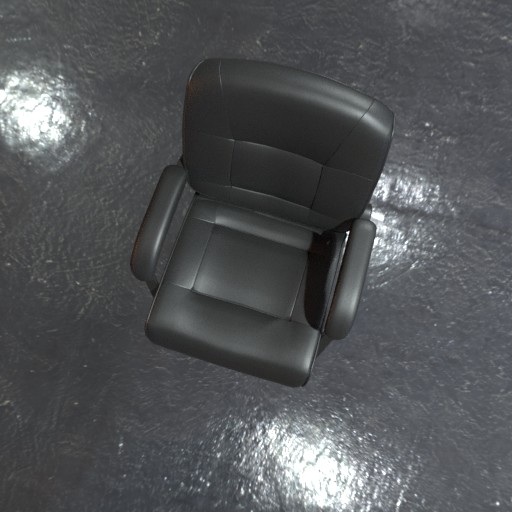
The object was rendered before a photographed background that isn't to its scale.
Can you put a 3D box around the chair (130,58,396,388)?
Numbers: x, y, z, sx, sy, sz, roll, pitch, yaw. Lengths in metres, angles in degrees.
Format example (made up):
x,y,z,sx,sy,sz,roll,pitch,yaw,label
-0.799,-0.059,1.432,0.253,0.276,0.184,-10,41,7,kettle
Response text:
x,y,z,sx,sy,sz,roll,pitch,yaw,label
0.000,0.000,1.319,0.591,0.910,0.668,16,76,4,chair
